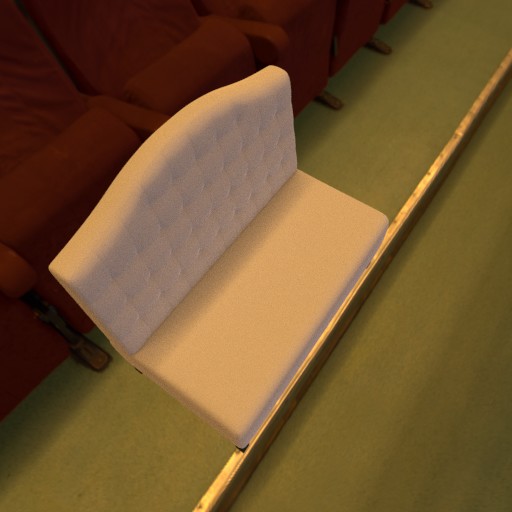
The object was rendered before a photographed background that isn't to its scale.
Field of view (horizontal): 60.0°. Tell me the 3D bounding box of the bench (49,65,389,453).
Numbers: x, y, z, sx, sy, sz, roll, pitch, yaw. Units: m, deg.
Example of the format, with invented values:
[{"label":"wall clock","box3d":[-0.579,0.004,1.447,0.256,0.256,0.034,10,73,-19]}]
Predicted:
[{"label":"bench","box3d":[0.000,0.000,2.017,0.815,1.180,1.335,31,64,18]}]
